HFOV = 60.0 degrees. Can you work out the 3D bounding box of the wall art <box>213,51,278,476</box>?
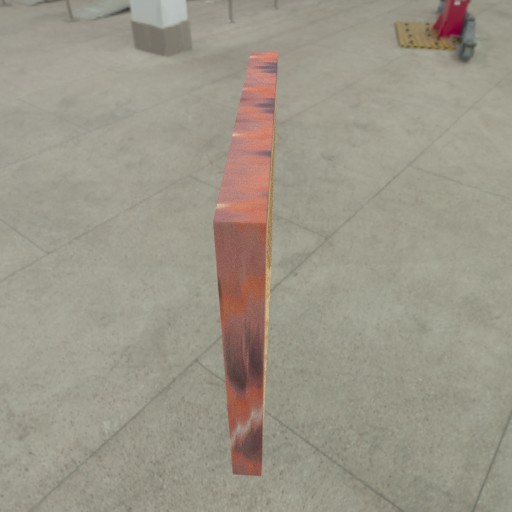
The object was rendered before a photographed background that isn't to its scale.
[{"bbox_3d":[0.000,0.000,0.596,0.038,0.406,0.403,2,41,3],"label":"wall art"}]
